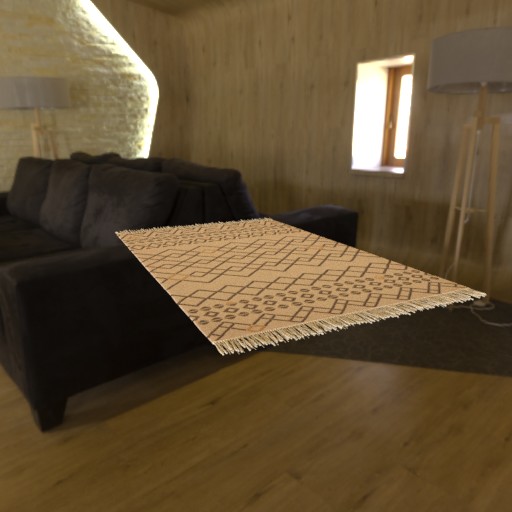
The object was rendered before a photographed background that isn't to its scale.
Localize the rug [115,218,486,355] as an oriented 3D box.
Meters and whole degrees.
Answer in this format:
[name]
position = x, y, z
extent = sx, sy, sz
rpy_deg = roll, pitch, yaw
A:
[rug]
position = 0.000, 0.000, 2.501
extent = 1.224, 0.028, 2.023
rpy_deg = -7, 17, -25
